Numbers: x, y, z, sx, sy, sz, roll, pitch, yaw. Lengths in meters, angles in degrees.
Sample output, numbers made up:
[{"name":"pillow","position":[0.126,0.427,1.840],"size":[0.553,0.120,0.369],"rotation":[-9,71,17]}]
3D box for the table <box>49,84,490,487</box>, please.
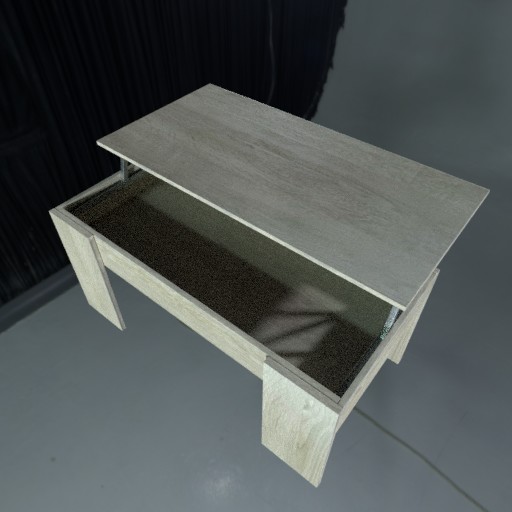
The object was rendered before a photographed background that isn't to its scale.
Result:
[{"name":"table","position":[0.000,0.000,1.388],"size":[1.000,0.570,0.711],"rotation":[30,53,26]}]
